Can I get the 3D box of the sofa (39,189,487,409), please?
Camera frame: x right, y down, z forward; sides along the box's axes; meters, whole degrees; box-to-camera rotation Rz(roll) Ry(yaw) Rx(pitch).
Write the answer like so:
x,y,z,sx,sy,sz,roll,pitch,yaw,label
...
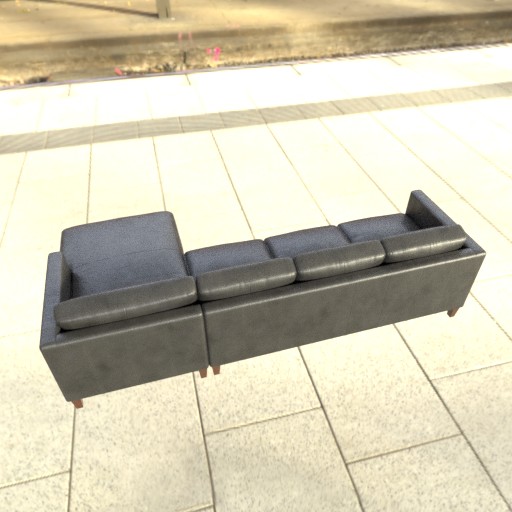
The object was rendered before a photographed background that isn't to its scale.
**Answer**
x,y,z,sx,sy,sz,roll,pitch,yaw,label
0.000,0.000,3.779,3.203,0.883,1.581,-11,42,-12,sofa
